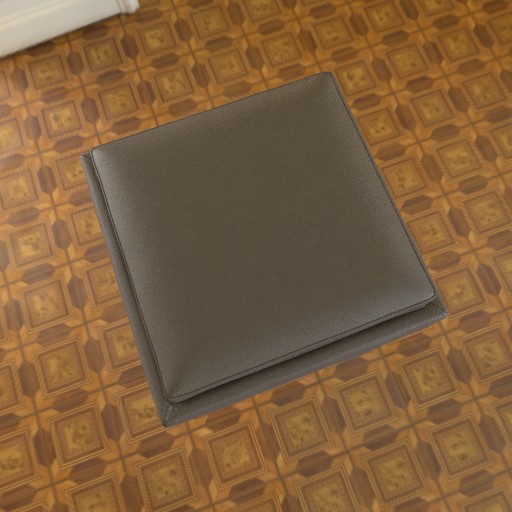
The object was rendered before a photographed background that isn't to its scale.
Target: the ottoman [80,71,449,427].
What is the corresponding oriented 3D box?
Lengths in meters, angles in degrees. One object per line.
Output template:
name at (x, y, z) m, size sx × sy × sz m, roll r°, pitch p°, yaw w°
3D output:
ottoman at (0.000, 0.000, 0.814) m, size 0.451 × 0.460 × 0.450 m, roll -20°, pitch 77°, yaw -5°
